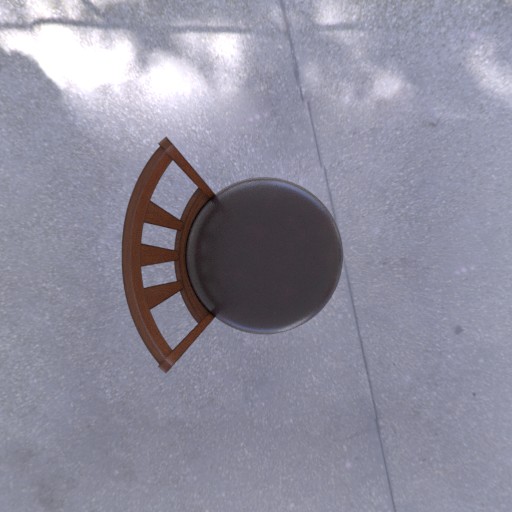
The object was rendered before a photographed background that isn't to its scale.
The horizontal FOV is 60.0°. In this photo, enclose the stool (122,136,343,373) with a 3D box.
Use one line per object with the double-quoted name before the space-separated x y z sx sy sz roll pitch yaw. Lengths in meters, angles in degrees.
"stool" 0.000 0.000 1.435 0.503 1.177 0.464 0 90 1
